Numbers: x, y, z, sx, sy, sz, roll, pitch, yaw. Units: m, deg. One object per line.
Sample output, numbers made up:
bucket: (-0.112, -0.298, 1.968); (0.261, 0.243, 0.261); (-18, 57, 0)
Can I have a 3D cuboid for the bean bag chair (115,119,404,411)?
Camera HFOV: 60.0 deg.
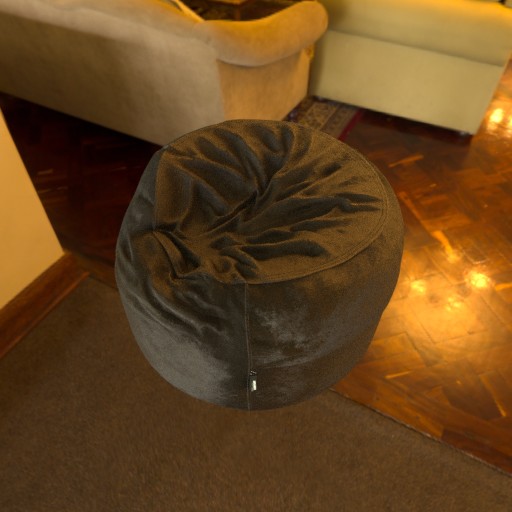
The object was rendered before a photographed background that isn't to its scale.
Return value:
bean bag chair: (0.000, 0.000, 1.498); (0.918, 0.605, 0.918); (0, 47, 0)
